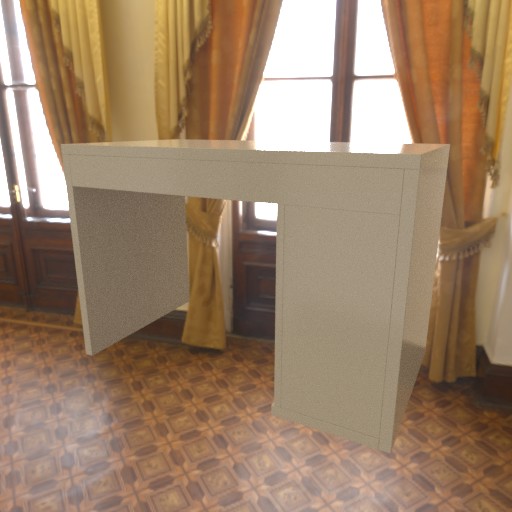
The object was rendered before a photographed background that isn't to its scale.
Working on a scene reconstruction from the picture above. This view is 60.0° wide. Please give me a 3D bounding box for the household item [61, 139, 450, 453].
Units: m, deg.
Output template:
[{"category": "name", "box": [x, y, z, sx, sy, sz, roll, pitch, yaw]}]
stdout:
[{"category": "household item", "box": [0.000, 0.000, 1.529, 1.100, 0.749, 0.597, 9, 18, 27]}]
